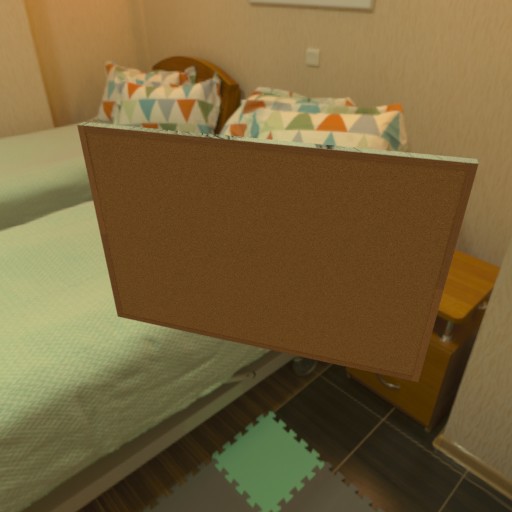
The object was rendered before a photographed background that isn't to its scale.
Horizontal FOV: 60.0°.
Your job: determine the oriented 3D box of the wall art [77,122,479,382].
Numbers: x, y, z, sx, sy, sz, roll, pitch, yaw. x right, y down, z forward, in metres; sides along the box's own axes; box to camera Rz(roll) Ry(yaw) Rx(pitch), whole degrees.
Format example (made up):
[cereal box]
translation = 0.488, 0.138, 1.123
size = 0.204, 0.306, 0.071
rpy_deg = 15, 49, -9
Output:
[wall art]
translation = 0.000, 0.000, 1.432
size = 1.141, 0.758, 0.035
rpy_deg = 9, 33, 15
